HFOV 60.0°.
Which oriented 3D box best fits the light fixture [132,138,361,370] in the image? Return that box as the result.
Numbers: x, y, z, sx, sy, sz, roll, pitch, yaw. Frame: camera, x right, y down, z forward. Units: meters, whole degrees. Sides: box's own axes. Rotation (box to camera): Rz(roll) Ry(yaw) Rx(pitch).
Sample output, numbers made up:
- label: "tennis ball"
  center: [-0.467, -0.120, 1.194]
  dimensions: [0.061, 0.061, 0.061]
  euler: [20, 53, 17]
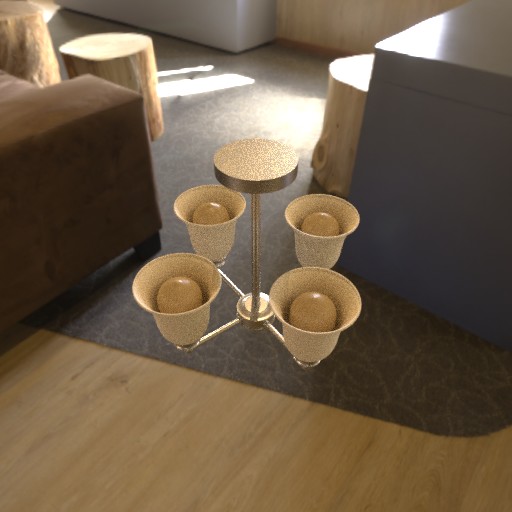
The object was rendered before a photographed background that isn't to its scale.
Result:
- label: "light fixture"
  center: [0.000, 0.000, 0.750]
  dimensions: [0.427, 0.370, 0.427]
  euler: [-25, 47, -26]
